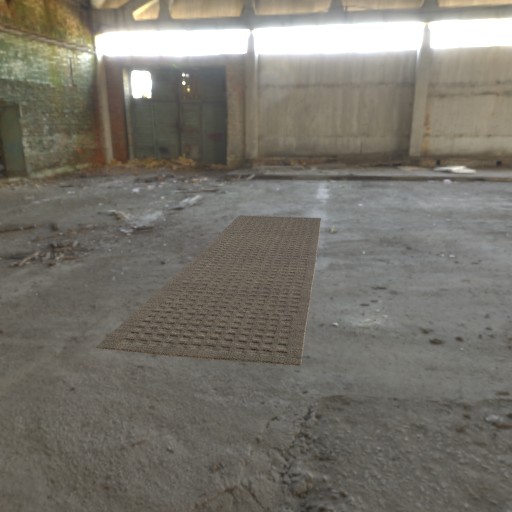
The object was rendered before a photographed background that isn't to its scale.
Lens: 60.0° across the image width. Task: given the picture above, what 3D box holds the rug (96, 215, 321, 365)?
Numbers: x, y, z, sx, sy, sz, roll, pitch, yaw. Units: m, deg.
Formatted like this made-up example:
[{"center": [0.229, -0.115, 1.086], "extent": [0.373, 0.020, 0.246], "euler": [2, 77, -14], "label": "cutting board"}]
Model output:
[{"center": [0.000, 0.000, 2.621], "extent": [0.706, 0.009, 2.443], "euler": [3, 16, 9], "label": "rug"}]
